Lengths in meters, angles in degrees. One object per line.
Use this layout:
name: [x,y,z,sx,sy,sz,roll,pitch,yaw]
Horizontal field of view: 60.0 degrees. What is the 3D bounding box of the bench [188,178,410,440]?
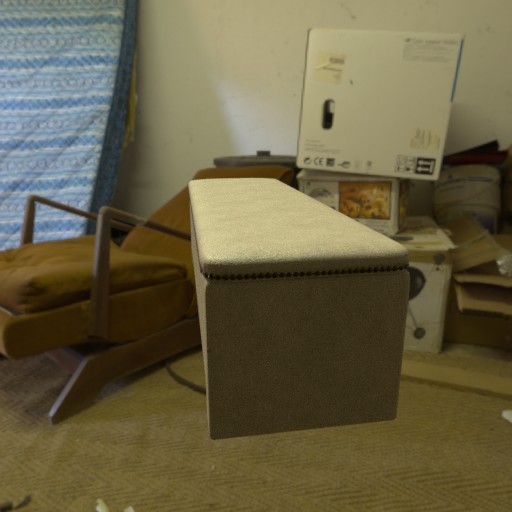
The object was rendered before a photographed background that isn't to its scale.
bench: [0.000,0.000,1.681,0.470,0.447,1.482,-3,16,-9]
